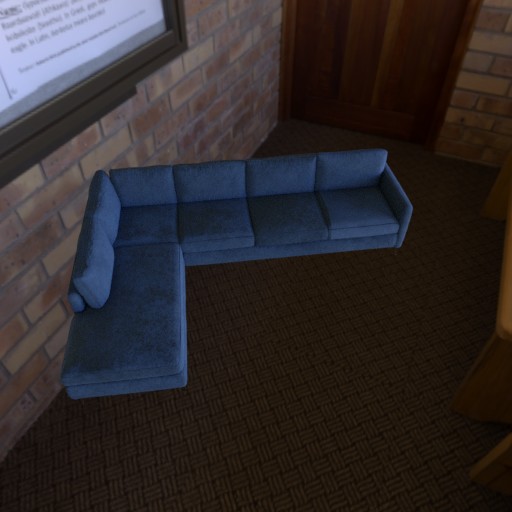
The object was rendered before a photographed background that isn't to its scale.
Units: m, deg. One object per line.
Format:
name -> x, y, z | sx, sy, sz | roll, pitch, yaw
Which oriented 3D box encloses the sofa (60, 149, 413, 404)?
sofa -> 0.000, 0.000, 3.792 | 2.949, 0.815, 2.007 | -5, 45, -5
